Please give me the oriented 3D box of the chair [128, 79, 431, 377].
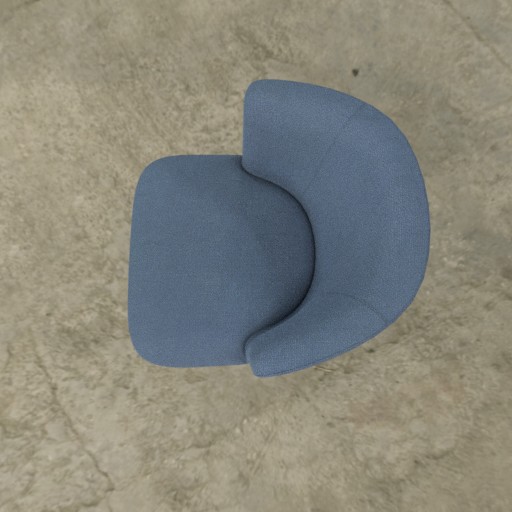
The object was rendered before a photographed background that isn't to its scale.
[{"bbox_3d":[0.000,0.000,1.254,0.702,0.760,0.661,-1,75,0],"label":"chair"}]
